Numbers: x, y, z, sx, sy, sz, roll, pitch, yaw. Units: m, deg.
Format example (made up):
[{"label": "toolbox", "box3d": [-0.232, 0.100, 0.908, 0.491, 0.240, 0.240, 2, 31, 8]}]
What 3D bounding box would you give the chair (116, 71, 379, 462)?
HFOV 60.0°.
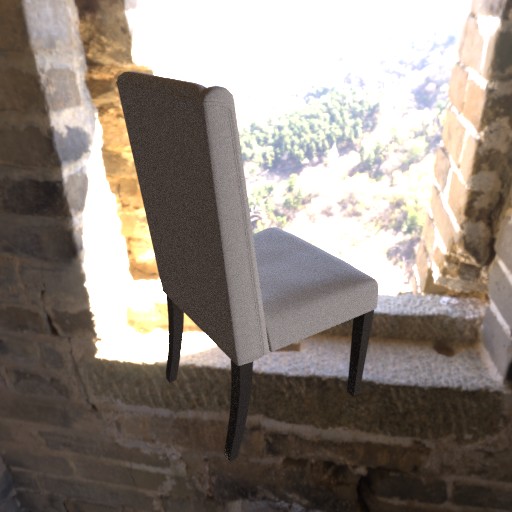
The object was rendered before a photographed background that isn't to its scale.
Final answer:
[{"label": "chair", "box3d": [0.000, 0.000, 1.243, 0.523, 0.961, 0.474, -18, 32, -31]}]
